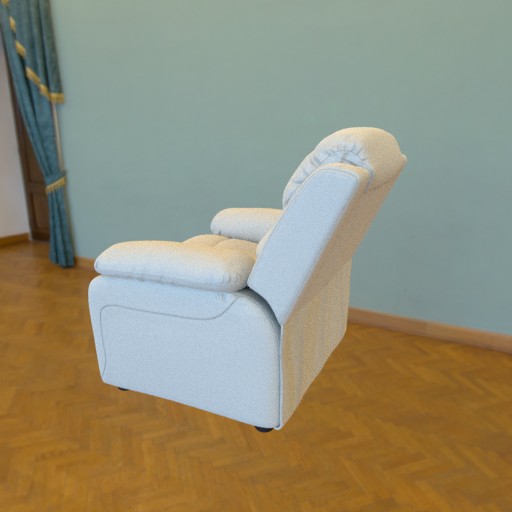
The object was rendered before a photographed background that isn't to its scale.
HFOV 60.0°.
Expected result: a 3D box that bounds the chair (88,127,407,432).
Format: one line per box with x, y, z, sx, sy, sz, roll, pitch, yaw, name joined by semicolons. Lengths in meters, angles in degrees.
0.000;0.000;1.257;0.709;0.702;0.680;8;18;25;chair
